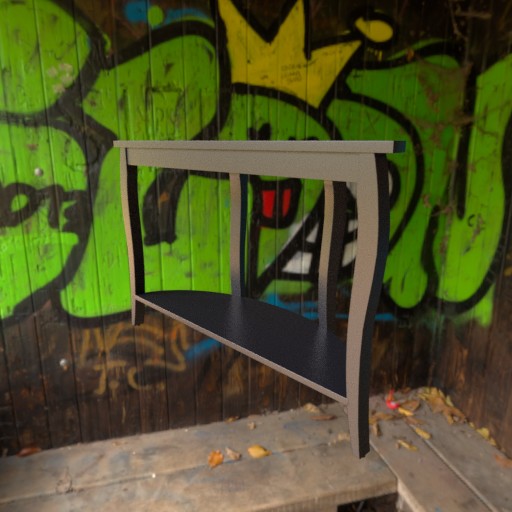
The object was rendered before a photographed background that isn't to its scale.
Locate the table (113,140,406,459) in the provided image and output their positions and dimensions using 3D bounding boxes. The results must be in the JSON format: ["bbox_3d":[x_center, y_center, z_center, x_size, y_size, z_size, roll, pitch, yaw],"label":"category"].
[{"bbox_3d":[0.000,0.000,1.549,0.394,0.780,1.219,-13,20,-42],"label":"table"}]
